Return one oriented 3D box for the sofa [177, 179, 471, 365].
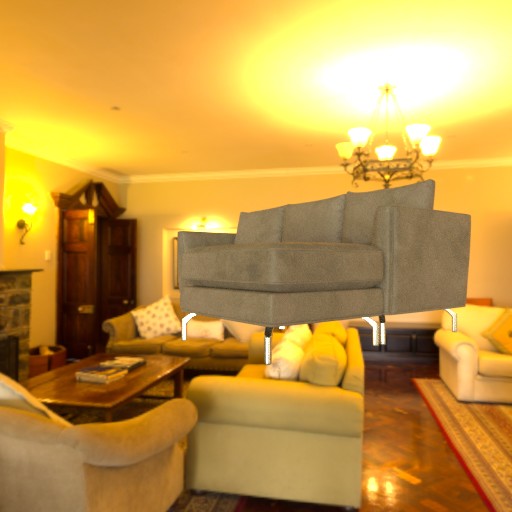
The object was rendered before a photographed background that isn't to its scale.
[{"bbox_3d":[0.000,0.000,3.300,1.622,0.987,2.438,1,-1,-37],"label":"sofa"}]
